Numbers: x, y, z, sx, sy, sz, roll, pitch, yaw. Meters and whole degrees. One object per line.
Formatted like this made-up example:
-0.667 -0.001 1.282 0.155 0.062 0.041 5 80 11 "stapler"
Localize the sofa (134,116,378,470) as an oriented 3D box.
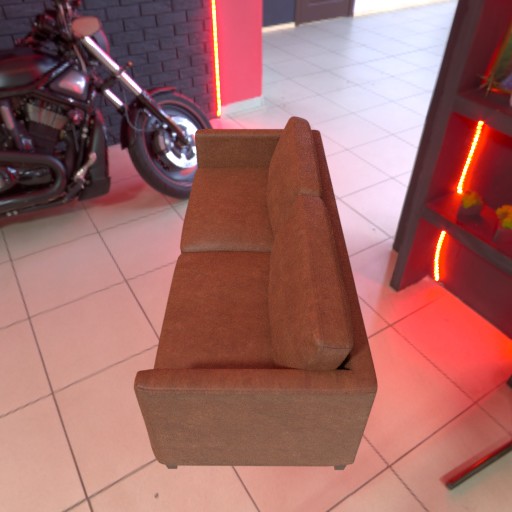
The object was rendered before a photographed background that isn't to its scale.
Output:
0.000 0.000 2.651 0.950 0.932 2.204 0 41 0 "sofa"
